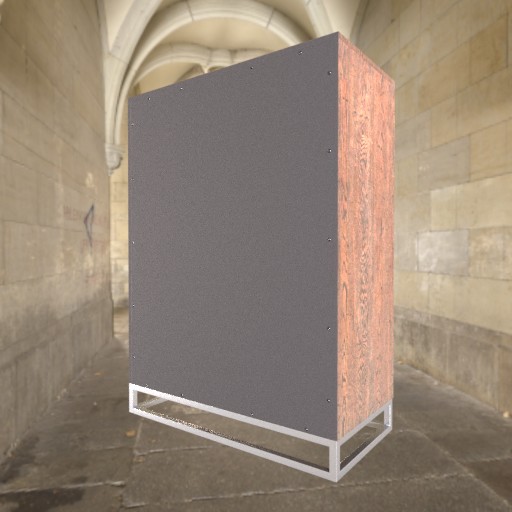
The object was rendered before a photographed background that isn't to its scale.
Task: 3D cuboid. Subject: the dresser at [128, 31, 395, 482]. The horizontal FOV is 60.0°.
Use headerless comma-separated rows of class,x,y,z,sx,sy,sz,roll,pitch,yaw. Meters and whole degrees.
dresser,0.000,0.000,1.784,0.965,1.321,0.508,1,1,36
